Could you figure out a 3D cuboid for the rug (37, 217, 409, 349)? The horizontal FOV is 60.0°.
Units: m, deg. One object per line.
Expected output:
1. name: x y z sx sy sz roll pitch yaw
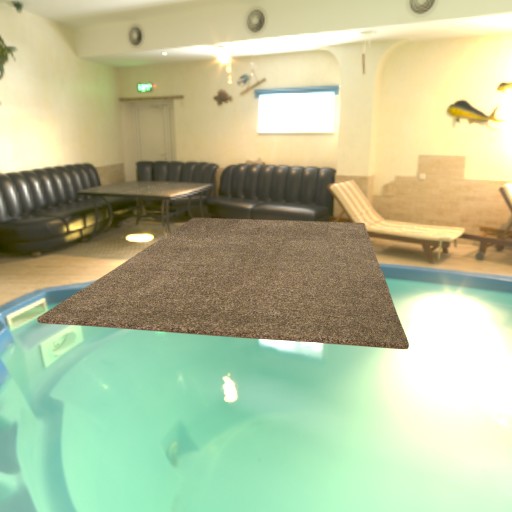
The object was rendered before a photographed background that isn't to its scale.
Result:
1. rug: 0.000 0.000 3.366 1.802 0.026 2.699 3 16 9
